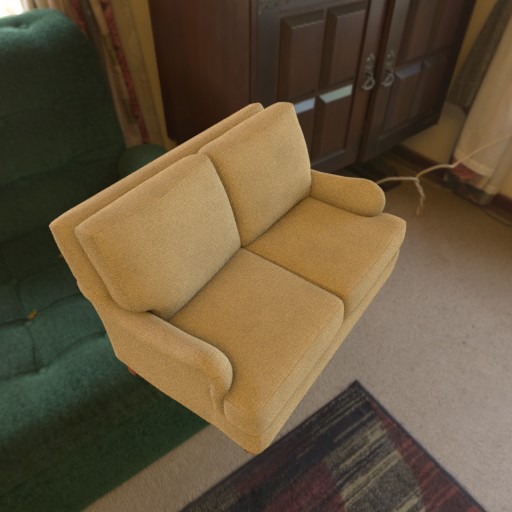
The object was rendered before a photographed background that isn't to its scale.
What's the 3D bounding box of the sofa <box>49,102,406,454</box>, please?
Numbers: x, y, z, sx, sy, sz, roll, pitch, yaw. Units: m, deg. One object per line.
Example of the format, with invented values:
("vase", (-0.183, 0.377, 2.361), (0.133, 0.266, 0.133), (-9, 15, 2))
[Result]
("sofa", (0.000, 0.000, 2.254), (1.087, 0.999, 1.480), (26, 49, 25))
